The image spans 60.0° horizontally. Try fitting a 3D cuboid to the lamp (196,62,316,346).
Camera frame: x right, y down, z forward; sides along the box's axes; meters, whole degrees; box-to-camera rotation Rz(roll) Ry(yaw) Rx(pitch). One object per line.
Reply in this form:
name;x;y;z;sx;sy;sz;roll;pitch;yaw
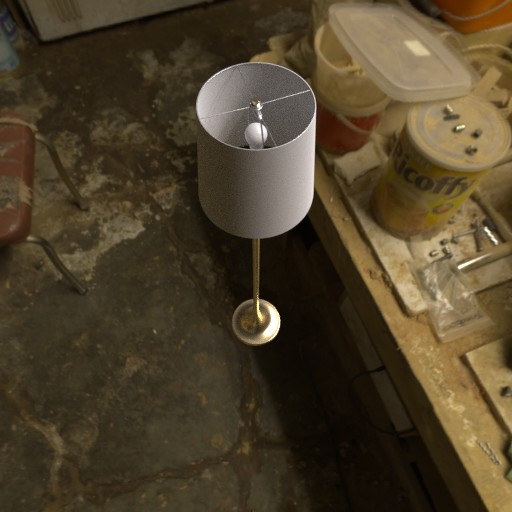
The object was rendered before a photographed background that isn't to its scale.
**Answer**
lamp;0.000;0.000;1.688;0.337;1.543;0.337;0;63;0
